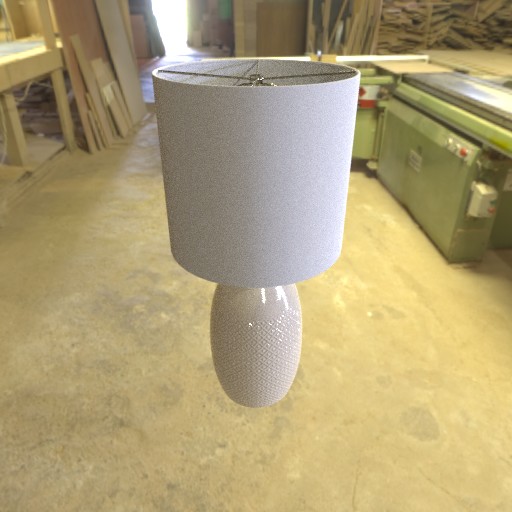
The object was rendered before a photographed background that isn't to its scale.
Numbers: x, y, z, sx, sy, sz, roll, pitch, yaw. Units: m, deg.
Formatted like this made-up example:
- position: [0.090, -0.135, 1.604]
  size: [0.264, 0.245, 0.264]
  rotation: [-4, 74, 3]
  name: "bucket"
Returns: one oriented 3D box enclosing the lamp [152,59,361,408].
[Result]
- position: [0.000, 0.000, 0.581]
  size: [0.217, 0.453, 0.217]
  rotation: [1, 30, 1]
  name: "lamp"
